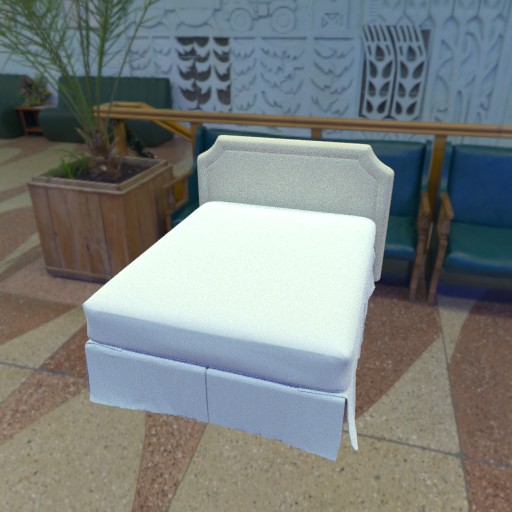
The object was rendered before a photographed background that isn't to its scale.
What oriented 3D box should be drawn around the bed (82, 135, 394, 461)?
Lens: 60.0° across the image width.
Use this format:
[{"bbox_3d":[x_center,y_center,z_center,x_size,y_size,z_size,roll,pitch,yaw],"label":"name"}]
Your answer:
[{"bbox_3d":[0.000,0.000,3.309,1.827,1.296,2.209,8,28,15],"label":"bed"}]
